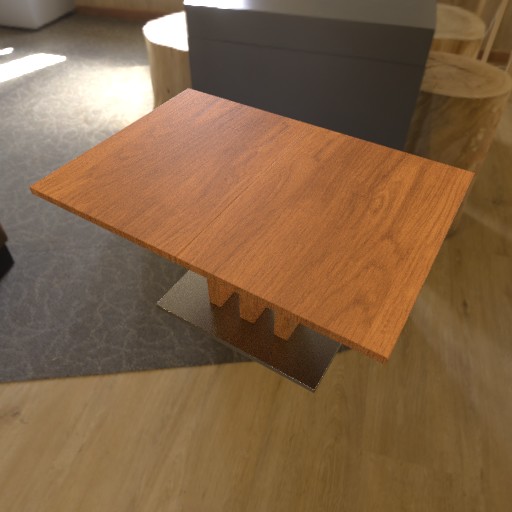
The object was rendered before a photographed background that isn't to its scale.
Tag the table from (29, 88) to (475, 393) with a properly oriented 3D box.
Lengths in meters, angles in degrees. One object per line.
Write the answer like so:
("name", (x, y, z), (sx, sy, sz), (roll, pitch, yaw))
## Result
("table", (0.000, 0.000, 1.843), (1.300, 0.770, 0.900), (24, 50, 22))
